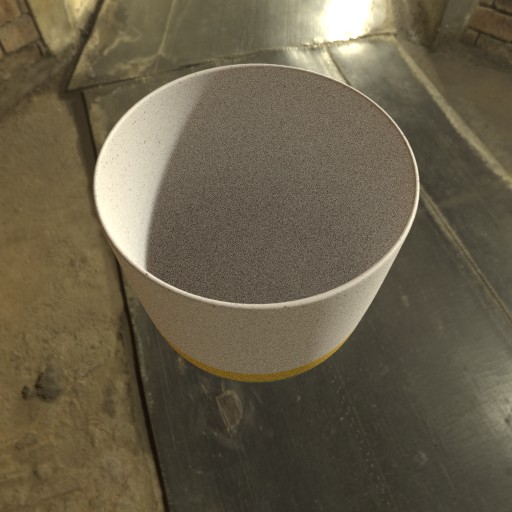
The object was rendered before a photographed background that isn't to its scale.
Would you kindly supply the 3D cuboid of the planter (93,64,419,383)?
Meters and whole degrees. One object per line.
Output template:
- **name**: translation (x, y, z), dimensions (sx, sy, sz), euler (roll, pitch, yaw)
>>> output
- **planter**: translation (0.000, 0.000, 0.358), dimensions (0.195, 0.214, 0.195), euler (0, 58, 0)
